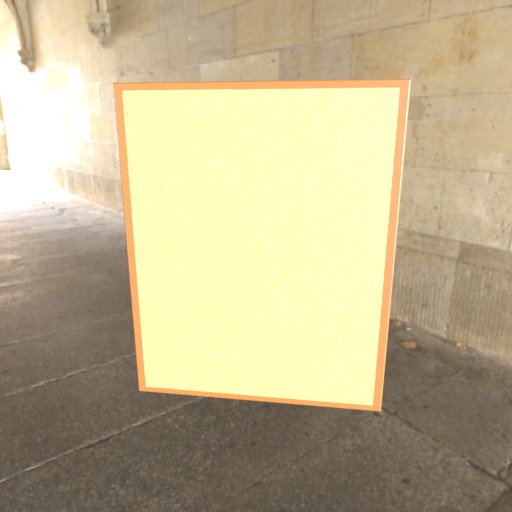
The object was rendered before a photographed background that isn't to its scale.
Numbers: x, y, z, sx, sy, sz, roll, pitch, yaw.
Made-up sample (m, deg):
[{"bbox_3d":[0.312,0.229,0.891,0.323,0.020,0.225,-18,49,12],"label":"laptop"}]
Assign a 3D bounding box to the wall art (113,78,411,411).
[{"bbox_3d":[0.000,0.000,0.747,0.449,0.550,0.021,2,16,8],"label":"wall art"}]
